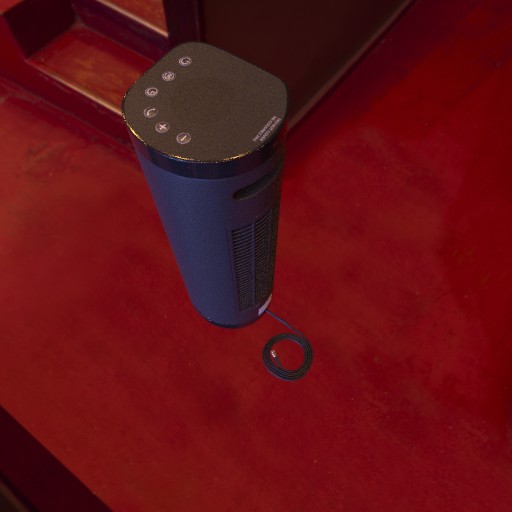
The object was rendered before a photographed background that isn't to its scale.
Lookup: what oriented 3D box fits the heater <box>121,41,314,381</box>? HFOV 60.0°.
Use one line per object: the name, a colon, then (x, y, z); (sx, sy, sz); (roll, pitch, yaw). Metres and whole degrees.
heater: (0.000, 0.000, 0.700); (0.312, 0.552, 0.174); (32, 68, 15)
